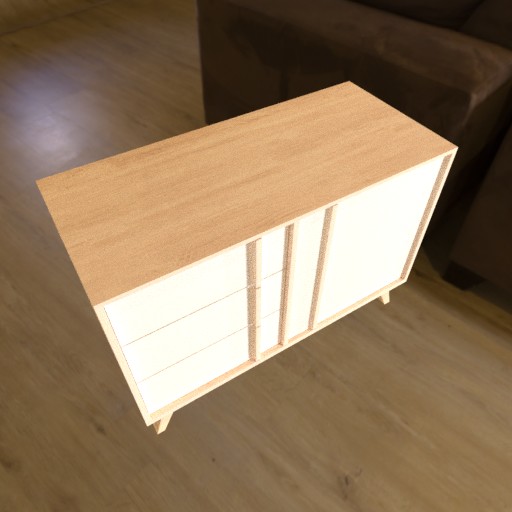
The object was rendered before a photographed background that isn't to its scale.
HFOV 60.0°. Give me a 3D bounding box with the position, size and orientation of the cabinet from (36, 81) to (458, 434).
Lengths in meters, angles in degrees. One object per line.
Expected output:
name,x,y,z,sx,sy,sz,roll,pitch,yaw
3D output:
cabinet,0.000,0.000,1.553,1.110,0.780,0.500,-25,52,-21
